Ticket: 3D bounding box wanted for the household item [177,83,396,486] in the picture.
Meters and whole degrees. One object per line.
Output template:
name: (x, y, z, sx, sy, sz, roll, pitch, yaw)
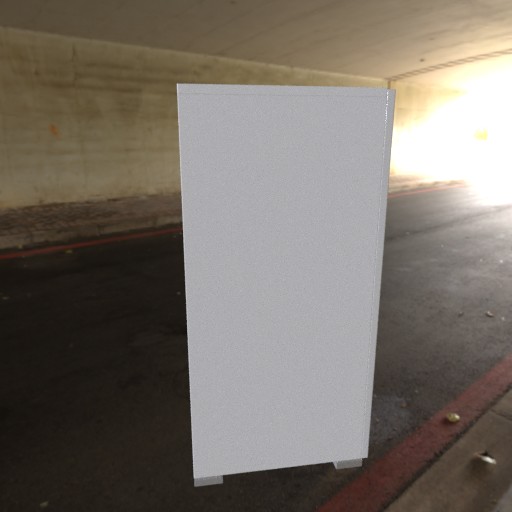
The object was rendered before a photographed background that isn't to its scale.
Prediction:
household item: (0.000, 0.000, 1.322, 0.420, 0.870, 0.800, -2, 15, -9)
